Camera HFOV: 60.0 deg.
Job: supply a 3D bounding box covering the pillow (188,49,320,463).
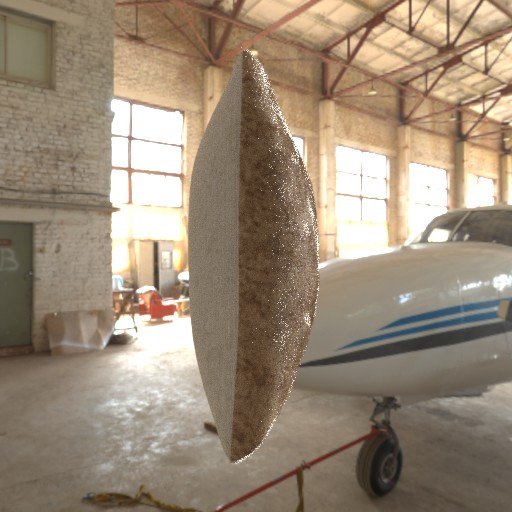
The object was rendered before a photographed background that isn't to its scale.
[{"bbox_3d":[0.000,0.000,0.803,0.216,0.525,0.538,0,0,-1],"label":"pillow"}]
